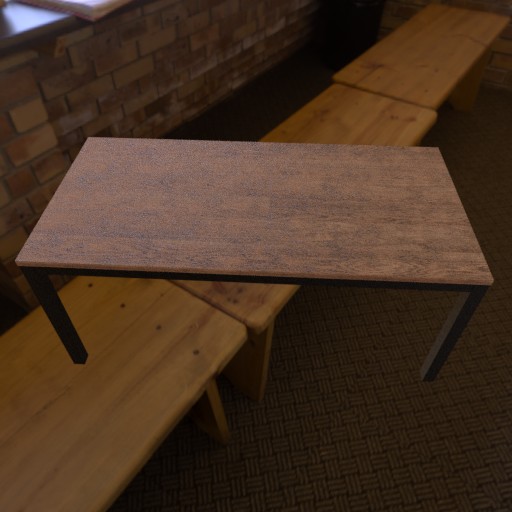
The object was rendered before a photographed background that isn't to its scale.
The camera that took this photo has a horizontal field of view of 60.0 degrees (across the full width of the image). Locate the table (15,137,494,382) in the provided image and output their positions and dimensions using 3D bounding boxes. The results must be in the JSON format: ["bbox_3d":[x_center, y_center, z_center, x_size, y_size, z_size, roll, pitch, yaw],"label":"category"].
[{"bbox_3d":[0.000,0.000,2.252,1.805,0.767,0.893,2,46,2],"label":"table"}]
